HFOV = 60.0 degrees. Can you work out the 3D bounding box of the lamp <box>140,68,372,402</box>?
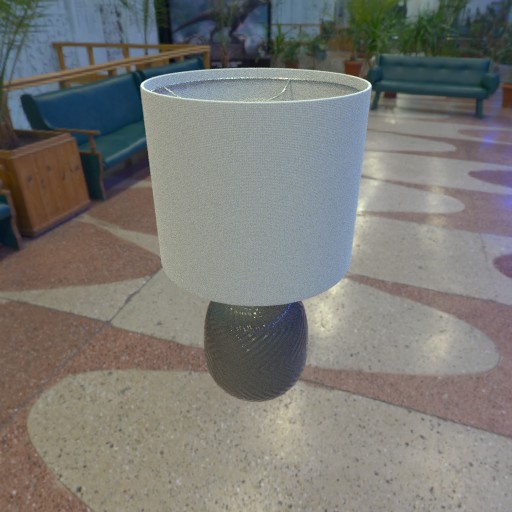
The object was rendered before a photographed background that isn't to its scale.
[{"bbox_3d":[0.000,0.000,0.495,0.207,0.366,0.207,11,31,19],"label":"lamp"}]
